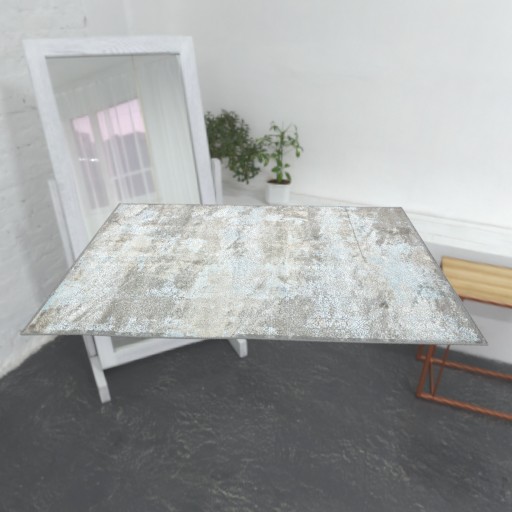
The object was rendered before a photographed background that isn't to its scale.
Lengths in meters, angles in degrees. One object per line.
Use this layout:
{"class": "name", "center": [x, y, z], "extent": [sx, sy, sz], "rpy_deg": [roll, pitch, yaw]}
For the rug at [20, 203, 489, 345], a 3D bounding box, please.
{"class": "rug", "center": [0.000, 0.000, 4.153], "extent": [3.307, 0.013, 2.393], "rpy_deg": [1, 30, 2]}
